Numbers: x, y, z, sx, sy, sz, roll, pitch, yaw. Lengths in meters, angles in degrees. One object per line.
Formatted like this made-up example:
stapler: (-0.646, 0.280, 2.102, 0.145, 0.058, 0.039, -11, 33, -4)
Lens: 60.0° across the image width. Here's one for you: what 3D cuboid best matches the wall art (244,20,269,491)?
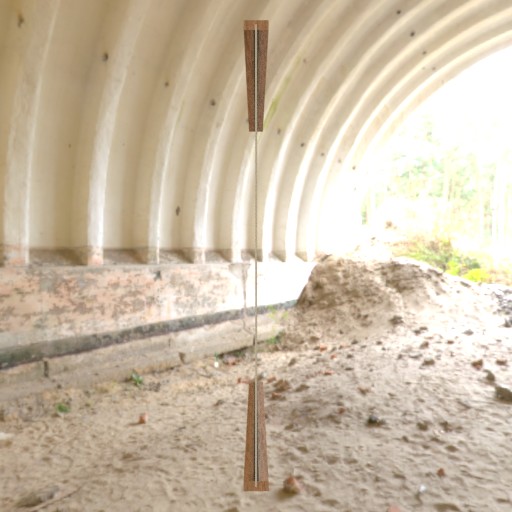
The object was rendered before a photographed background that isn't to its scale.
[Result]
wall art: (0.000, 0.000, 0.696, 0.028, 0.527, 0.403, 0, 0, 0)
